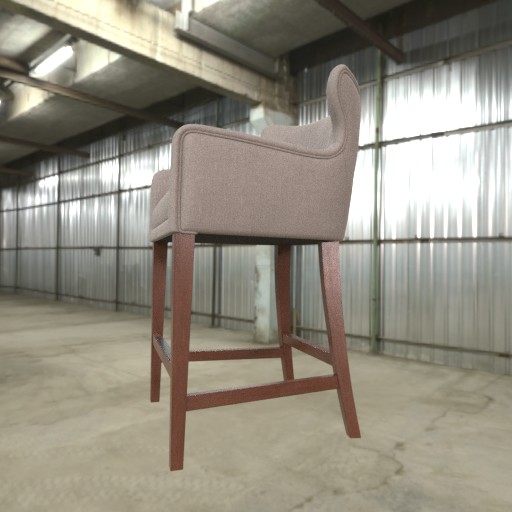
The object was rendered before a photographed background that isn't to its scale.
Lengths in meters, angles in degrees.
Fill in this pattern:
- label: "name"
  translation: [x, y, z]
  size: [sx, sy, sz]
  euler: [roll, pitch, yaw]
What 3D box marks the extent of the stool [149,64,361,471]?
- label: "stool"
  translation: [0.000, 0.000, 1.312]
  size: [0.575, 0.951, 0.575]
  euler: [0, -1, -18]
